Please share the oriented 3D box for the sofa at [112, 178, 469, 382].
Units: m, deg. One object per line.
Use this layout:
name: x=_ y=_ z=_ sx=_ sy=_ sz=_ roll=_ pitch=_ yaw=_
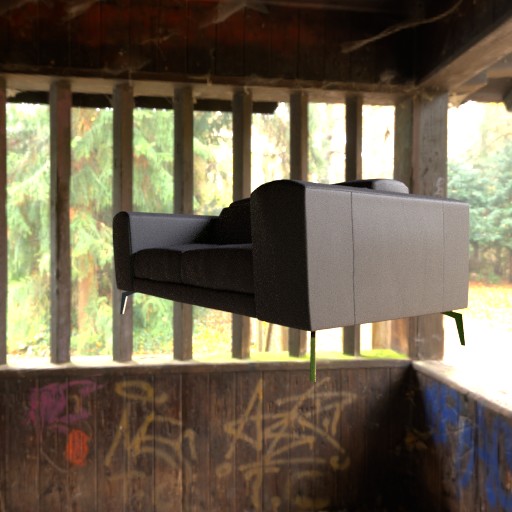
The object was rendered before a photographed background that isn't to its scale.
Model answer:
sofa: x=0.000 y=0.000 z=2.420 sx=1.003 sy=0.779 sz=1.895 roll=-1 pitch=1 yaw=-36
